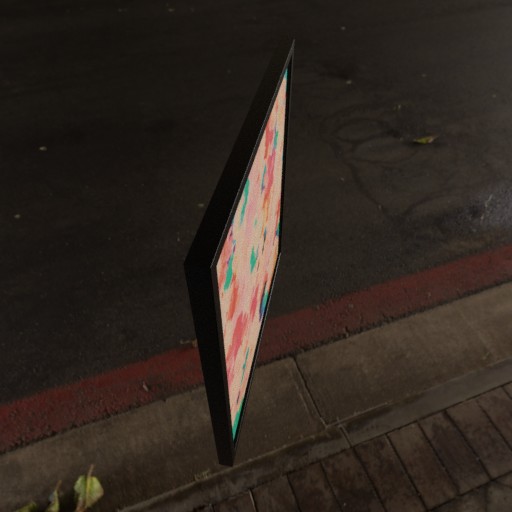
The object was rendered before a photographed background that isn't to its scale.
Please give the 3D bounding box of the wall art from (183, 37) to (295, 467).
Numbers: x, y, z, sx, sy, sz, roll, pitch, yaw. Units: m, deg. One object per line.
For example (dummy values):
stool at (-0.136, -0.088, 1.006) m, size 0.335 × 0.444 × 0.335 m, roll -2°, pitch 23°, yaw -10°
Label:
wall art at (0.000, 0.000, 1.094) m, size 0.036 × 0.755 × 0.756 m, roll 9°, pitch 48°, yaw 8°
